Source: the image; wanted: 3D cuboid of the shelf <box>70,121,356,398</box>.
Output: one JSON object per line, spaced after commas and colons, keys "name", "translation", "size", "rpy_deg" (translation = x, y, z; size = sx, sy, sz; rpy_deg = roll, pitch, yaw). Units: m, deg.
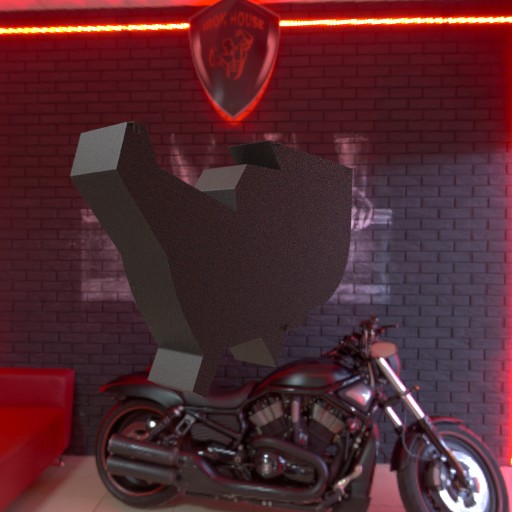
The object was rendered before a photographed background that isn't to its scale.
{"name": "shelf", "translation": [0.000, 0.000, 0.883], "size": [0.112, 0.439, 0.729], "rpy_deg": [1, 2, 36]}
